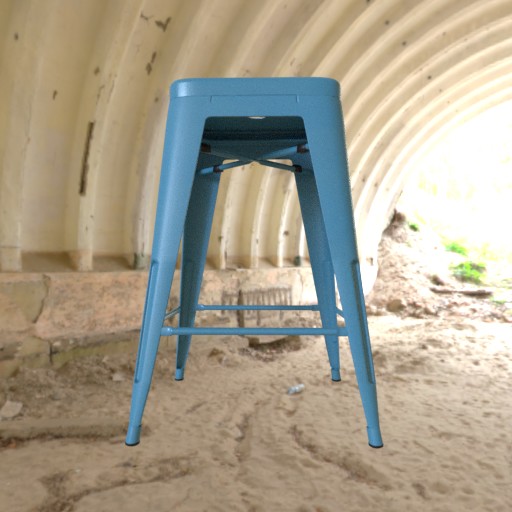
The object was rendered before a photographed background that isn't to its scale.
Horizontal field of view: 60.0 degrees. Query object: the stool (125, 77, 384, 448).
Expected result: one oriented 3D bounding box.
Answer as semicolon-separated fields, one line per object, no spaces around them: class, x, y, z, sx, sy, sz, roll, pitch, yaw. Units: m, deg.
stool;0.000;0.000;0.901;0.410;0.608;0.410;0;-1;1
